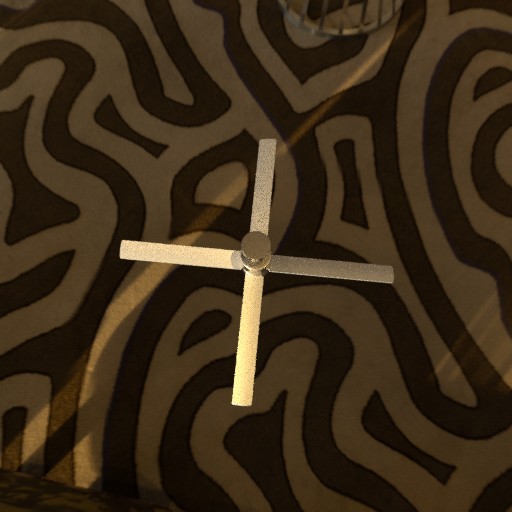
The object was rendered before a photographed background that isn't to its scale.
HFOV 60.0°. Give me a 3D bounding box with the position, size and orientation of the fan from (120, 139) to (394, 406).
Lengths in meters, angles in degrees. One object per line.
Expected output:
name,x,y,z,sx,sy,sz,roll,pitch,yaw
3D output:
fan,0.000,0.000,2.028,1.322,0.355,1.322,5,75,1
